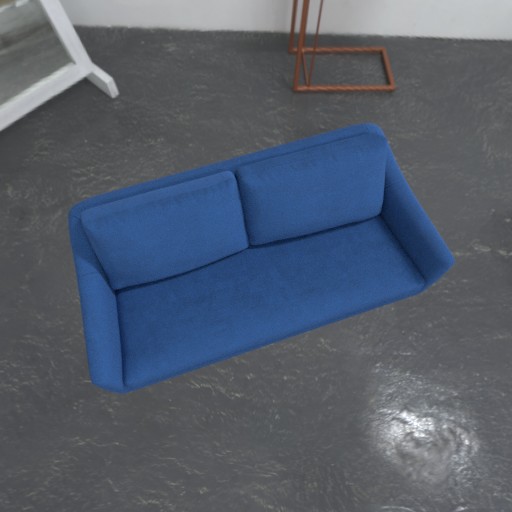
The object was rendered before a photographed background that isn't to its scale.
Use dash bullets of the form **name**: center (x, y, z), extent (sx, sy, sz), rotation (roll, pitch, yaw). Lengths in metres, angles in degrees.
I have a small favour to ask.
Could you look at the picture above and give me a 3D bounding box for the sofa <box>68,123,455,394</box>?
- **sofa**: center (0.000, 0.000, 2.631), extent (2.036, 0.903, 0.960), rotation (-17, 66, -8)
